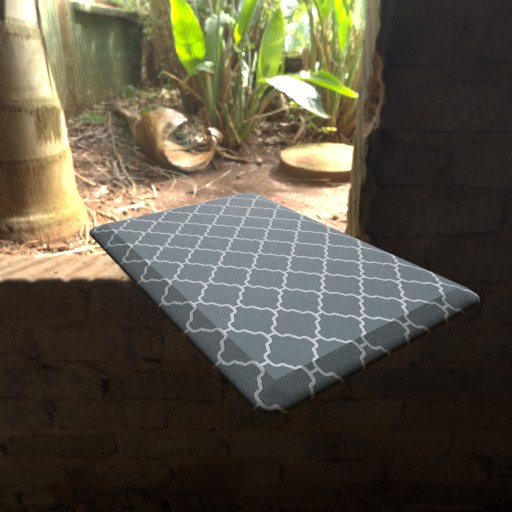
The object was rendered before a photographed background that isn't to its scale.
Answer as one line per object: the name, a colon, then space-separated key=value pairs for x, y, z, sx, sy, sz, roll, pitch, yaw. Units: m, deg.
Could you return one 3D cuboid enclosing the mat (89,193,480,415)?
mat: x=0.000 y=0.000 z=0.959 sx=0.508 sy=0.021 sz=0.762 roll=-18 pitch=31 yaw=-31
